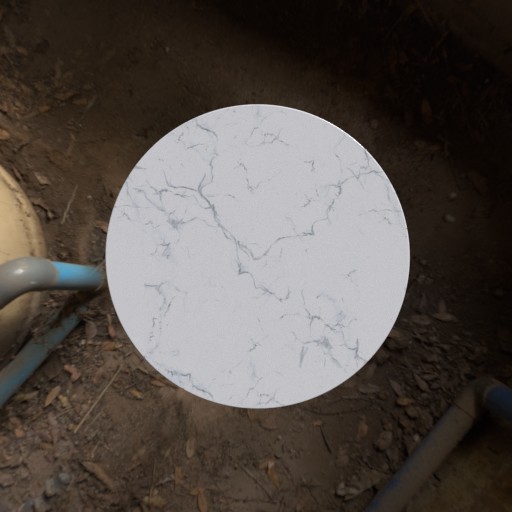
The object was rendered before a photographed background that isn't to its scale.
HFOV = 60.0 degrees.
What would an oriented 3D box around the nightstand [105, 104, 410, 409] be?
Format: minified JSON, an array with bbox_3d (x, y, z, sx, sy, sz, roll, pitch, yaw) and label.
[{"bbox_3d":[0.000,0.000,0.887,0.400,0.610,0.400,0,90,0],"label":"nightstand"}]
